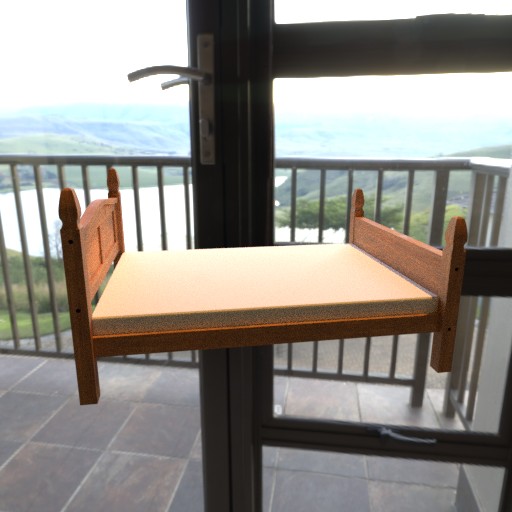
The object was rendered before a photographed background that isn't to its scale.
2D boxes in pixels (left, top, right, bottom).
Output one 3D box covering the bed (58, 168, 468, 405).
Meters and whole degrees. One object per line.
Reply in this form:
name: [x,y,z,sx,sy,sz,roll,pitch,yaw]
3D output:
bed: [0.000,0.000,2.990,2.069,1.100,1.490,-2,15,-9]
